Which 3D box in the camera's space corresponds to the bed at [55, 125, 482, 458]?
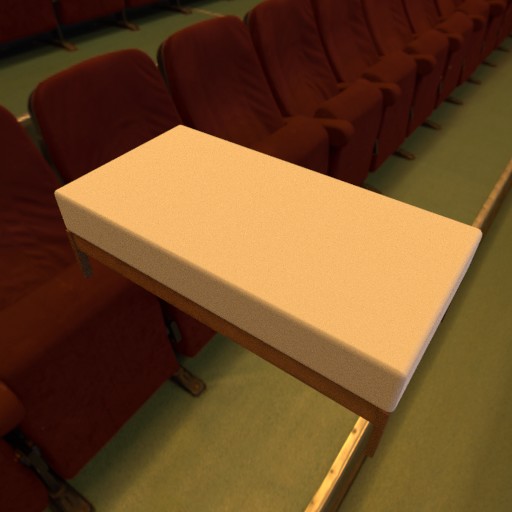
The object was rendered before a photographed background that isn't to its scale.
[{"bbox_3d":[0.000,0.000,2.361,1.902,0.616,0.961,25,48,26],"label":"bed"}]
